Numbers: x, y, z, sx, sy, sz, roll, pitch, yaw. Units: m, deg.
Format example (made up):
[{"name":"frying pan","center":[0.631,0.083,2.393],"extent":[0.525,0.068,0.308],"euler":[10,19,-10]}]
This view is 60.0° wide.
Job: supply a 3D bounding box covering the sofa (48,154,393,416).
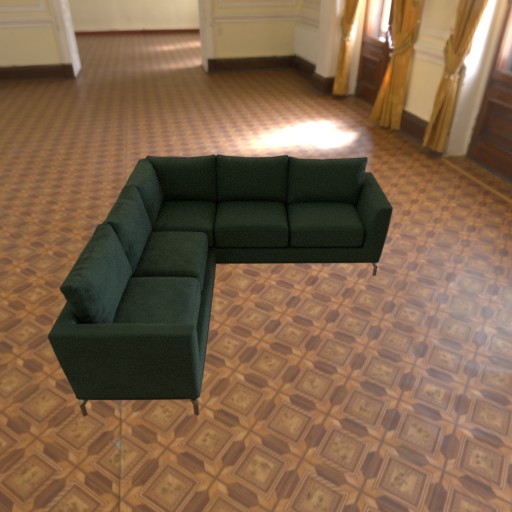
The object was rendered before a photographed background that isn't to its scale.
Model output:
[{"name":"sofa","center":[0.000,0.000,3.717],"extent":[2.452,1.004,2.468],"euler":[0,33,0]}]
